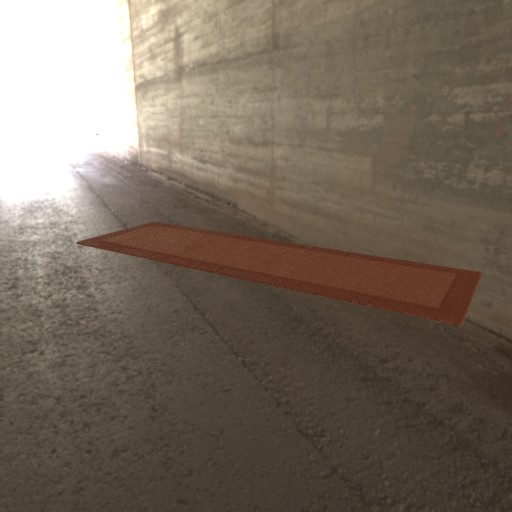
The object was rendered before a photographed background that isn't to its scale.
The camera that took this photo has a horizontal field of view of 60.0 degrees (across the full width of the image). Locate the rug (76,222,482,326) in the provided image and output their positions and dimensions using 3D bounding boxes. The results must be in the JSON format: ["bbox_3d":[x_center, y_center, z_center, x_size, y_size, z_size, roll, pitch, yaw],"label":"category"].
[{"bbox_3d":[0.000,0.000,2.714,2.471,0.013,0.914,9,19,26],"label":"rug"}]
